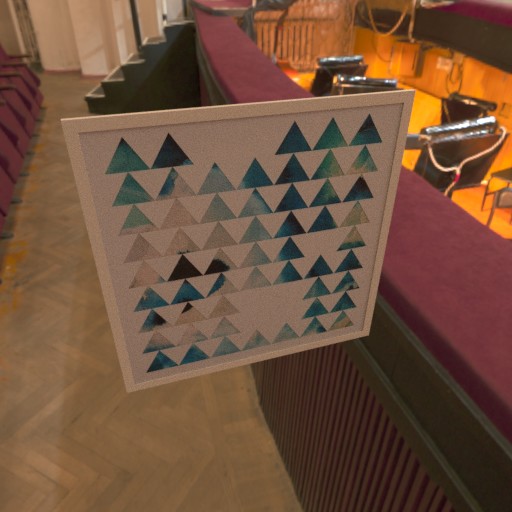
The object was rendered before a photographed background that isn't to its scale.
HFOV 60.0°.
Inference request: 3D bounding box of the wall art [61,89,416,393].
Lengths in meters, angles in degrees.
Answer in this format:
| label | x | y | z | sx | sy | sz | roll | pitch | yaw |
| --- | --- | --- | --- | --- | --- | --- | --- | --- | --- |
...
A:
| label | x | y | z | sx | sy | sz | roll | pitch | yaw |
| --- | --- | --- | --- | --- | --- | --- | --- | --- | --- |
| wall art | 0.000 | 0.000 | 1.202 | 0.809 | 0.809 | 0.012 | -10 | 35 | -15 |
